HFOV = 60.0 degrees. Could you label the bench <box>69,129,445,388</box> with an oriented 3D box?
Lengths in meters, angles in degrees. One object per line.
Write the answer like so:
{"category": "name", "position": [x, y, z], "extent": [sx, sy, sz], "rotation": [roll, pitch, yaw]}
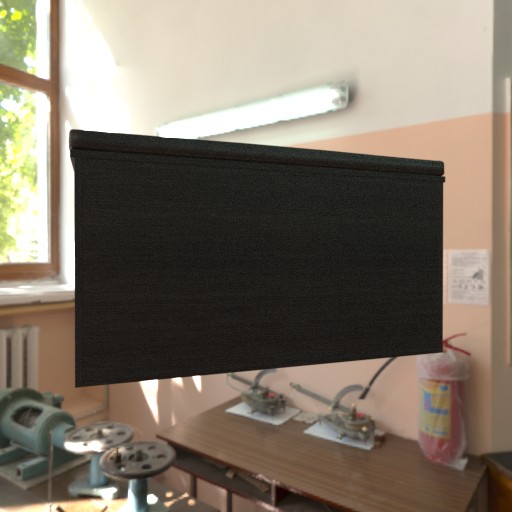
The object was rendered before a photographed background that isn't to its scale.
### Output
{"category": "bench", "position": [0.000, 0.000, 1.187], "extent": [0.905, 0.501, 0.401], "rotation": [0, 0, -20]}
